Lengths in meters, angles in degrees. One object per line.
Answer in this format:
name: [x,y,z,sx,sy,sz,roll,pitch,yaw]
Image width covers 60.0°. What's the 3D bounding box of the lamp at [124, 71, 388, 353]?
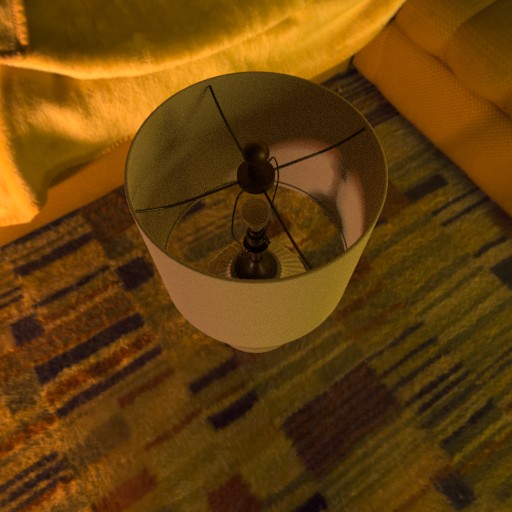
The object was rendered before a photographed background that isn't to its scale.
lamp: [0.000,0.000,0.759,0.318,0.567,0.318,0,63,0]
